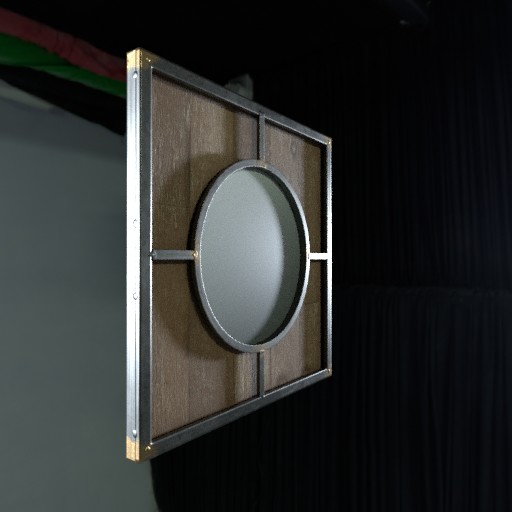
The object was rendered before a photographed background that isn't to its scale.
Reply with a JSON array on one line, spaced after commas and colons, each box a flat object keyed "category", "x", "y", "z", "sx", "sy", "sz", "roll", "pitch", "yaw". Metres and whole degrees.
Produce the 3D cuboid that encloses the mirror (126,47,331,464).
[{"category": "mirror", "x": 0.000, "y": 0.000, "z": 0.563, "sx": 0.020, "sy": 0.381, "sz": 0.382, "roll": 0, "pitch": 0, "yaw": 37}]
